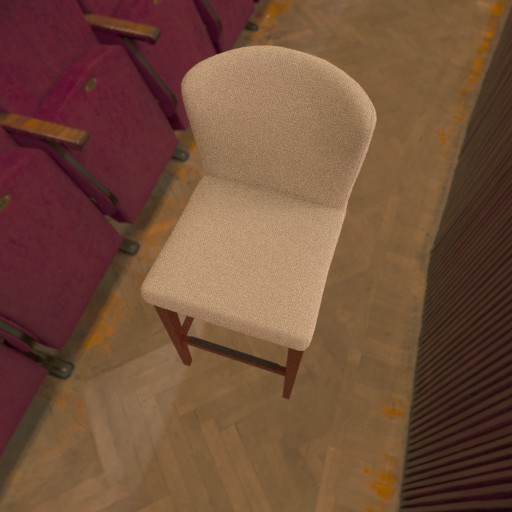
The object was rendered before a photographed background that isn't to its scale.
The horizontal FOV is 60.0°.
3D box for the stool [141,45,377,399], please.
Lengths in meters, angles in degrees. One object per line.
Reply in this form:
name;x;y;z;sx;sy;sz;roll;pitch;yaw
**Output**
stool;0.000;0.000;1.387;0.481;1.069;0.568;16;60;9
